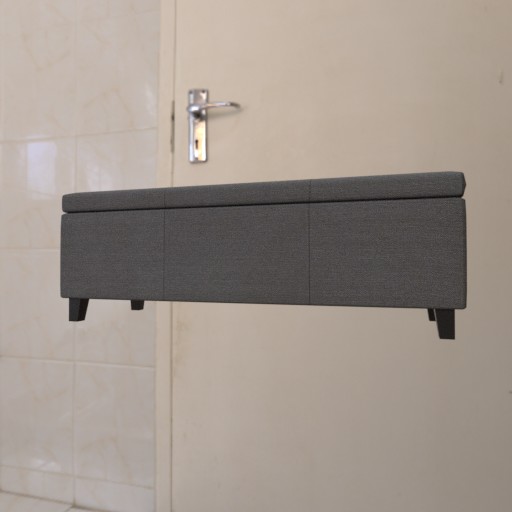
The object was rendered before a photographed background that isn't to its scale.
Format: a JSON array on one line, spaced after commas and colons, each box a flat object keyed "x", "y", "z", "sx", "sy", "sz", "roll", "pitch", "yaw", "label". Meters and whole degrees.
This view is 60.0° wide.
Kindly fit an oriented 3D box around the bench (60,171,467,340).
[{"x": 0.000, "y": 0.000, "z": 1.502, "sx": 1.269, "sy": 0.438, "sz": 0.446, "roll": 0, "pitch": -1, "yaw": 18, "label": "bench"}]
